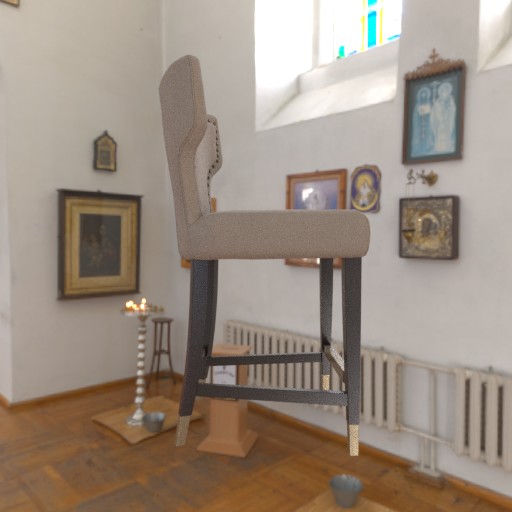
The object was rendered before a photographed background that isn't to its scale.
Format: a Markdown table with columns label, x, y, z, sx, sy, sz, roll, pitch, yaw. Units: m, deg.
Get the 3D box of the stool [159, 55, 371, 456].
| label | x | y | z | sx | sy | sz | roll | pitch | yaw |
| --- | --- | --- | --- | --- | --- | --- | --- | --- | --- |
| stool | 0.000 | 0.000 | 1.327 | 0.563 | 0.982 | 0.527 | 0 | 0 | 0 |
